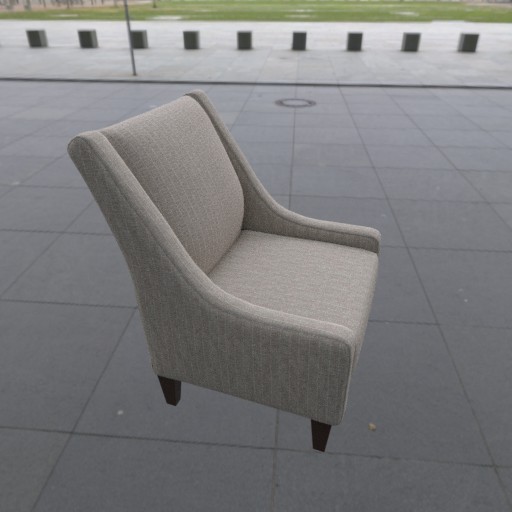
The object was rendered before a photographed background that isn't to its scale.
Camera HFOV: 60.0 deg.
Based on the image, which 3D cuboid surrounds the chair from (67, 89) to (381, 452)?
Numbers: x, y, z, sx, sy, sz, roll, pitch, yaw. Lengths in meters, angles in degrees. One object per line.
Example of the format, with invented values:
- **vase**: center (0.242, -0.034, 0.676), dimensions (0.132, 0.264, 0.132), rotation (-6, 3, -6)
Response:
- **chair**: center (0.000, 0.000, 1.645), dimensions (0.870, 1.014, 0.774), rotation (11, 32, 17)
